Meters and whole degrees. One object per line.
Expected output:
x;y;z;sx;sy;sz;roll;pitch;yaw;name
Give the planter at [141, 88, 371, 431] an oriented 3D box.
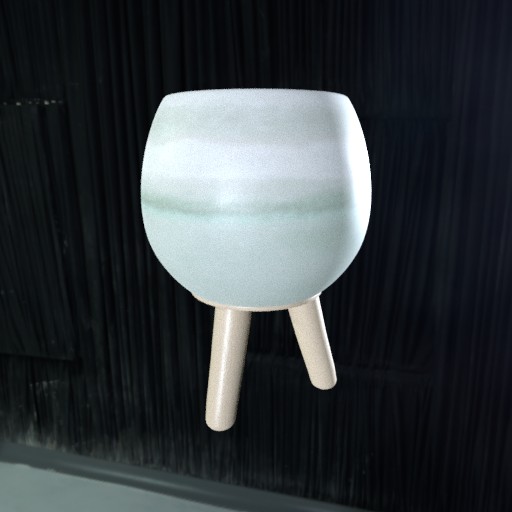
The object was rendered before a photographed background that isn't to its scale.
0.000;0.000;0.332;0.161;0.224;0.161;0;15;0;planter
